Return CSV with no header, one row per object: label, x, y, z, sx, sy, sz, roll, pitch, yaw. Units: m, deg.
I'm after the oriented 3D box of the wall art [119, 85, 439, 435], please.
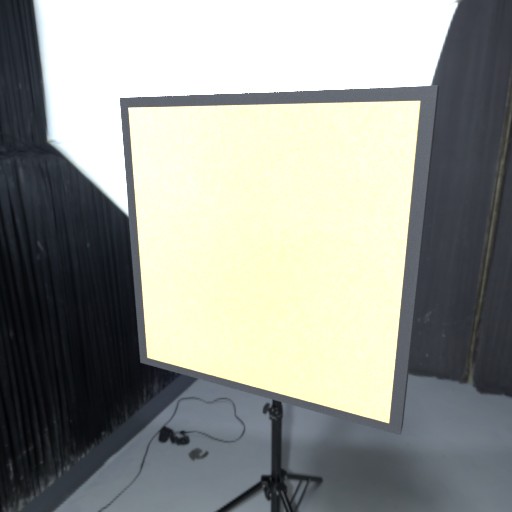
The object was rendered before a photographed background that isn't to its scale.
wall art,0.000,0.000,1.097,0.762,0.760,0.037,8,18,25
